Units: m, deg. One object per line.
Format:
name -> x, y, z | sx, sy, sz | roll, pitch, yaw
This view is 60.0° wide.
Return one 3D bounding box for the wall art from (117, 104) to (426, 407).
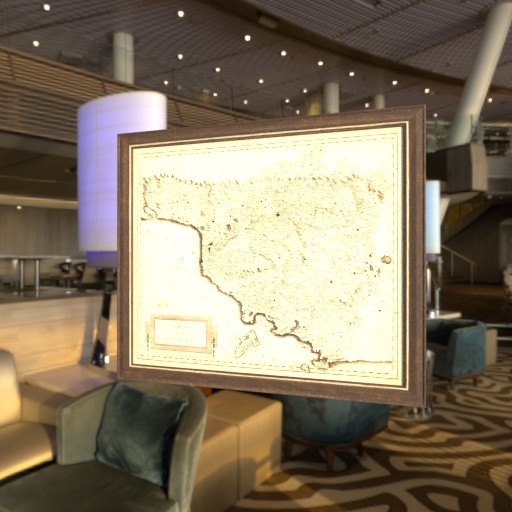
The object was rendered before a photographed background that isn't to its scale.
wall art -> 0.000, 0.000, 1.442 | 1.033, 0.875, 0.023 | 0, 0, 17
